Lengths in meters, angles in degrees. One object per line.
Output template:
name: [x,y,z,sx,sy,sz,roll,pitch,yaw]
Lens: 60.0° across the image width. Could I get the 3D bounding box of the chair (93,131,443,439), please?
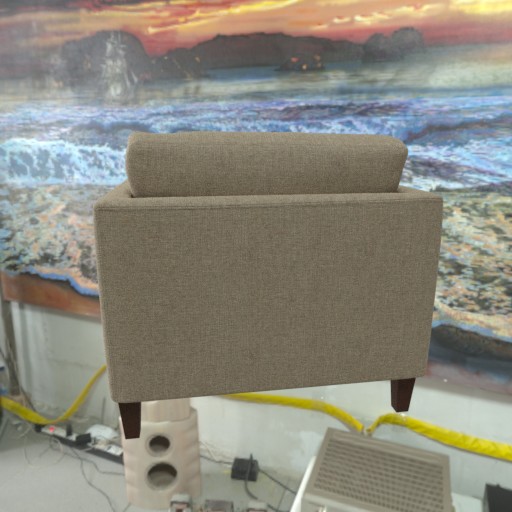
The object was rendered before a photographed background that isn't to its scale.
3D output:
chair: [0.000,0.000,1.835,1.107,0.987,0.959,-2,15,-9]
